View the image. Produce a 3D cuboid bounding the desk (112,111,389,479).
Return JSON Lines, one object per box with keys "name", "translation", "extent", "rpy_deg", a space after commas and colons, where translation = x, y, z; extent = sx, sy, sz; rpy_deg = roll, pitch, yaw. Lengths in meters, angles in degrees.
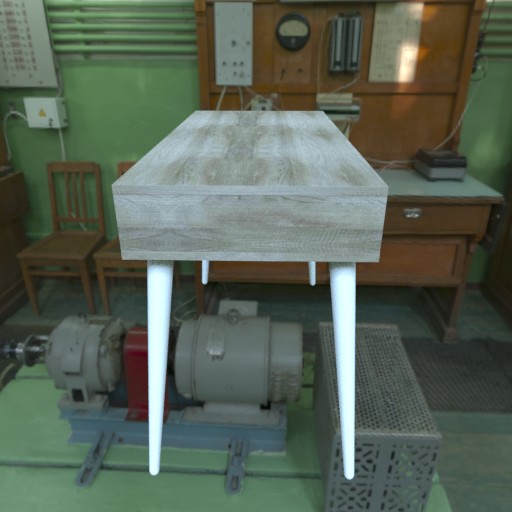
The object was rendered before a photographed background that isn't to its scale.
{"name": "desk", "translation": [0.000, 0.000, 1.347], "extent": [0.491, 0.723, 0.979], "rpy_deg": [1, 25, 1]}
